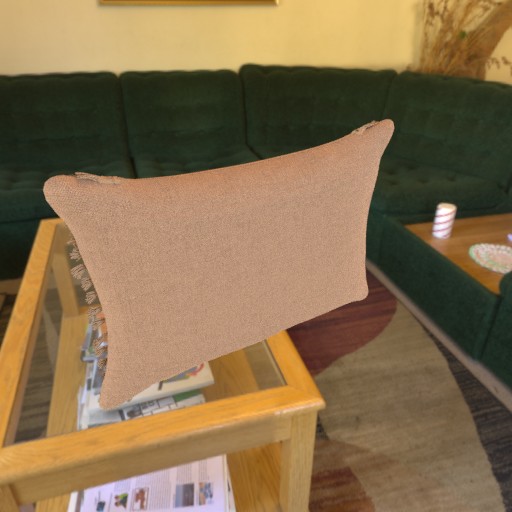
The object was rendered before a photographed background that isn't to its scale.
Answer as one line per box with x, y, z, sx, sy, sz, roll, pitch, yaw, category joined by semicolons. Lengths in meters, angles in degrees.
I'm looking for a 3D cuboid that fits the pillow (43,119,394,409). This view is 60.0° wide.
0.000;0.000;0.585;0.466;0.305;0.084;-18;34;-29;pillow
